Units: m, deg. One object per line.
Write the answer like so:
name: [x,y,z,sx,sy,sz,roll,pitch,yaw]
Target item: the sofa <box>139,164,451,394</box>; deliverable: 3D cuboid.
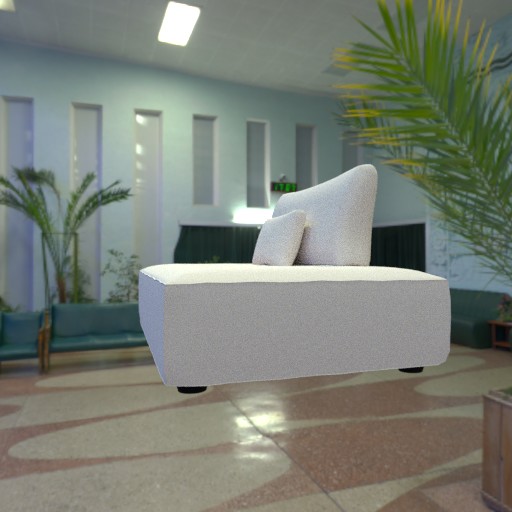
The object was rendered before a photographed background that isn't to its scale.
sofa: [0.000,0.000,2.084,1.000,0.820,1.450,0,0,-18]
